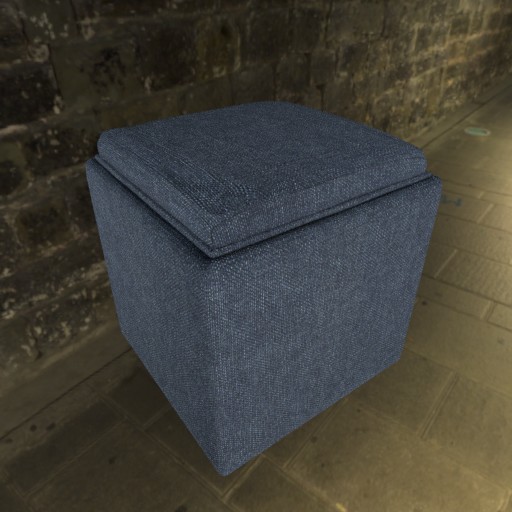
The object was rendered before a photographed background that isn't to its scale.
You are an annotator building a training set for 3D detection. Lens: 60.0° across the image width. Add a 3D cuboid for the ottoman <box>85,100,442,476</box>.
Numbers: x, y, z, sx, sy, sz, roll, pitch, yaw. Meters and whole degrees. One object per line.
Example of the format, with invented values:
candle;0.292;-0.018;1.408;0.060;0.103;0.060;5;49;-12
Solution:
ottoman;0.000;0.000;0.850;0.454;0.493;0.436;-22;39;-30
